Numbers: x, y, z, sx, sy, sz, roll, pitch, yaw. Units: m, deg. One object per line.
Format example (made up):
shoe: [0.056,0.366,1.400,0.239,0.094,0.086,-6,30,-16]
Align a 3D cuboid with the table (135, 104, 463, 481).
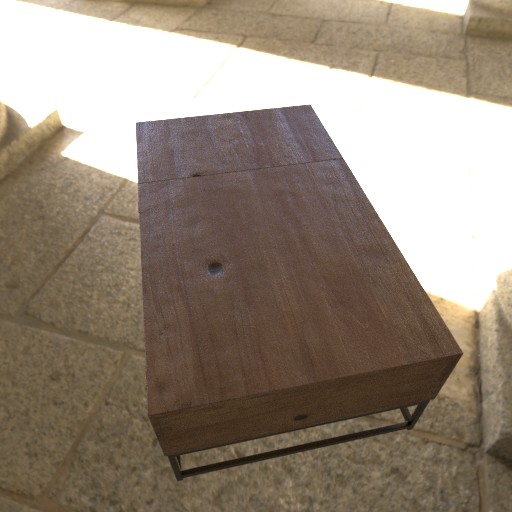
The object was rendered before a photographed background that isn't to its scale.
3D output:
table: [0.000,0.000,1.392,0.655,0.395,1.101,-9,47,-8]
